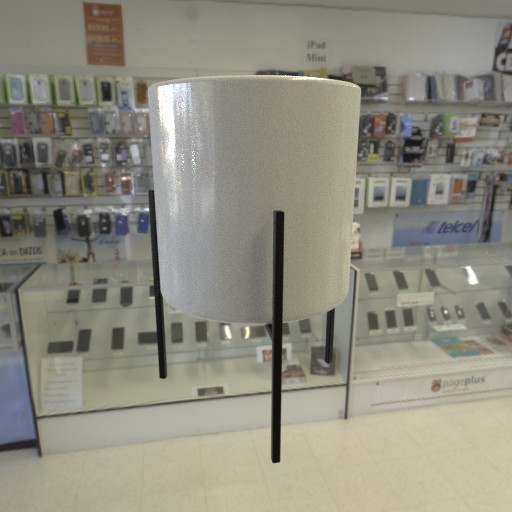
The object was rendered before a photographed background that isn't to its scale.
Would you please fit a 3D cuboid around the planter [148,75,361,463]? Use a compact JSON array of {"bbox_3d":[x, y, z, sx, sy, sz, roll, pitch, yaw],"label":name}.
[{"bbox_3d":[0.000,0.000,0.499,0.239,0.356,0.239,-2,15,-8],"label":"planter"}]
